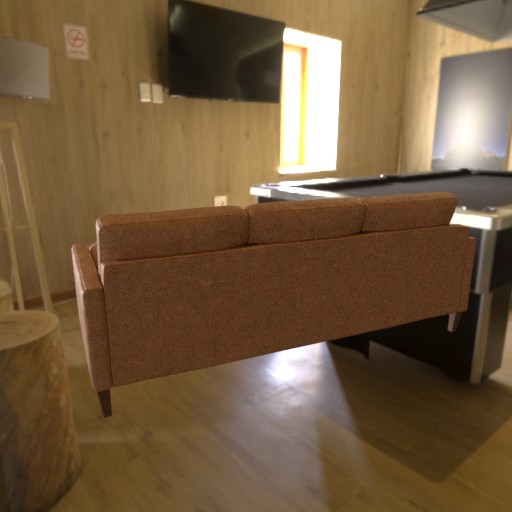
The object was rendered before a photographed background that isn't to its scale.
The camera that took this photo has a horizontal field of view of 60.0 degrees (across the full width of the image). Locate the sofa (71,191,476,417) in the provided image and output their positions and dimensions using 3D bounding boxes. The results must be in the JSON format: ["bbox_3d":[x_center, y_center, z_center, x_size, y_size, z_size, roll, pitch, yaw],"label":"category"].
[{"bbox_3d":[0.000,0.000,2.851,2.178,0.876,1.506,-7,17,-24],"label":"sofa"}]
